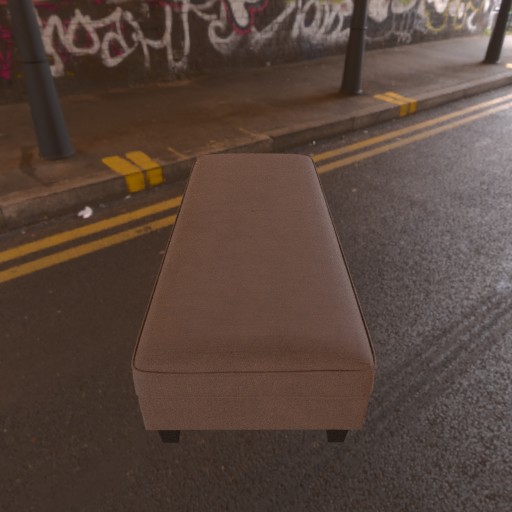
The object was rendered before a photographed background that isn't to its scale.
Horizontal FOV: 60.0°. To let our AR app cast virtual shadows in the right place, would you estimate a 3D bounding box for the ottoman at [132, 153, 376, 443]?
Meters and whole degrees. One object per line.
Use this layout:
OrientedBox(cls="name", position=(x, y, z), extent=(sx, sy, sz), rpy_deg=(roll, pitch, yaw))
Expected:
OrientedBox(cls="ottoman", position=(0.000, 0.000, 2.075), extent=(0.751, 0.470, 1.764), rpy_deg=(0, 33, 0))
